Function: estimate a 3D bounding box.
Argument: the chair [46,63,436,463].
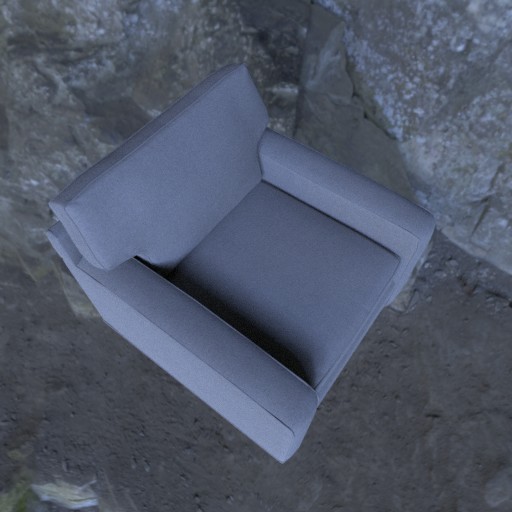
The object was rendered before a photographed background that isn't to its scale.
[{"bbox_3d":[0.000,0.000,1.756,1.044,0.934,0.999,32,63,19],"label":"chair"}]
